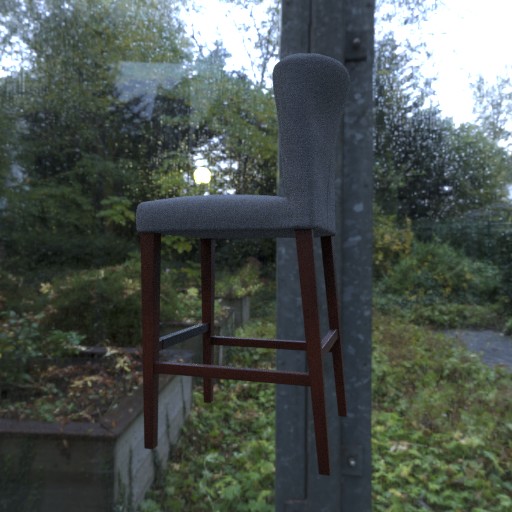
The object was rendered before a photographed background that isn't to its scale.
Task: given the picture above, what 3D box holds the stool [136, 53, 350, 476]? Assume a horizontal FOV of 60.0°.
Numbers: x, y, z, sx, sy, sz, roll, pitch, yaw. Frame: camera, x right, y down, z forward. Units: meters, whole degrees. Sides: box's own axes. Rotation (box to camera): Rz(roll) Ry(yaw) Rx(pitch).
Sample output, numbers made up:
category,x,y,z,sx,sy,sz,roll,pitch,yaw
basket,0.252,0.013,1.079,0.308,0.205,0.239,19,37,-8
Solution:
category,x,y,z,sx,sy,sz,roll,pitch,yaw
stool,0.000,0.000,1.364,0.568,1.069,0.486,0,0,17
